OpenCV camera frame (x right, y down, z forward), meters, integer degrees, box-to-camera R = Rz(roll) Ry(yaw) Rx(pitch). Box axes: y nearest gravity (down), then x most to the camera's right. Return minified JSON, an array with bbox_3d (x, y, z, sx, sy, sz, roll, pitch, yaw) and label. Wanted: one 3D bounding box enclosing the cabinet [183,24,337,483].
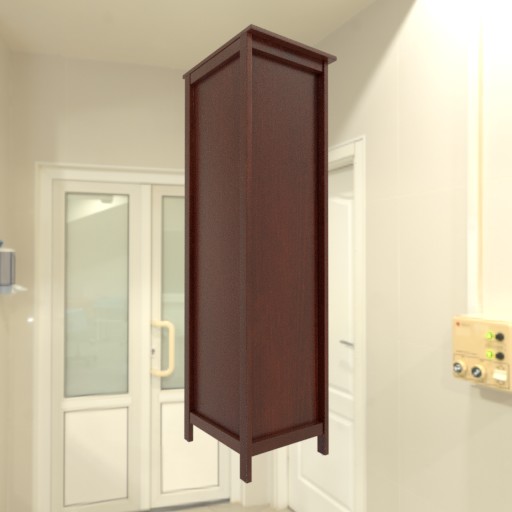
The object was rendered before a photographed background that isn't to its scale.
[{"bbox_3d":[0.000,0.000,1.766,0.401,1.518,0.500,0,-1,-36],"label":"cabinet"}]
